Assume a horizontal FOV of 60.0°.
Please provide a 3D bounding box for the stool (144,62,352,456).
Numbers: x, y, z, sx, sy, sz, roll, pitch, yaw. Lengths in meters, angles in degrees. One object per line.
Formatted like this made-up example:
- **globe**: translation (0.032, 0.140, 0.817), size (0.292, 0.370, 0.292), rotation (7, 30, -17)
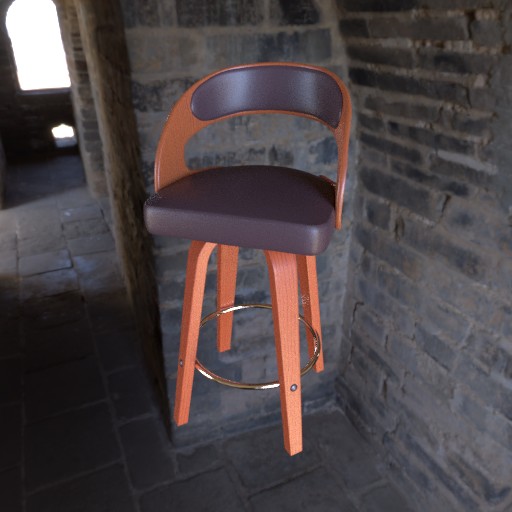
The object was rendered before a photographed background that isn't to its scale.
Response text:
- **stool**: translation (0.000, 0.000, 1.201), size (0.457, 0.940, 0.457), rotation (8, 28, 16)
